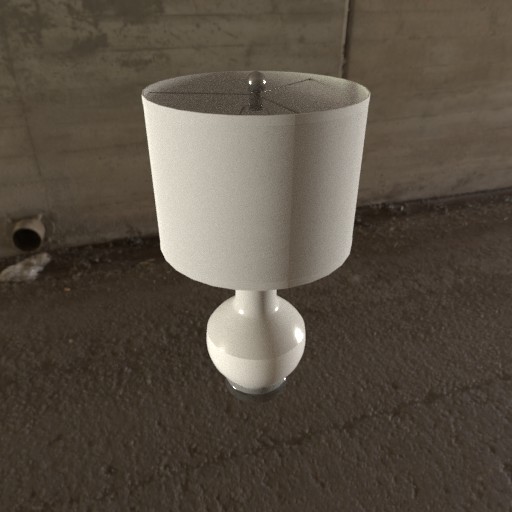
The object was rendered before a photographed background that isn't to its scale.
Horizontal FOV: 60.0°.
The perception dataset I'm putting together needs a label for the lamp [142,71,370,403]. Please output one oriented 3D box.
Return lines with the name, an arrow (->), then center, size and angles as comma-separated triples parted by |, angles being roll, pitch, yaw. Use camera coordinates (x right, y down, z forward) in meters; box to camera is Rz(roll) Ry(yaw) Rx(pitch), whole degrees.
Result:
lamp -> 0.000, 0.000, 0.865 | 0.357, 0.673, 0.357 | 20, 36, 30
